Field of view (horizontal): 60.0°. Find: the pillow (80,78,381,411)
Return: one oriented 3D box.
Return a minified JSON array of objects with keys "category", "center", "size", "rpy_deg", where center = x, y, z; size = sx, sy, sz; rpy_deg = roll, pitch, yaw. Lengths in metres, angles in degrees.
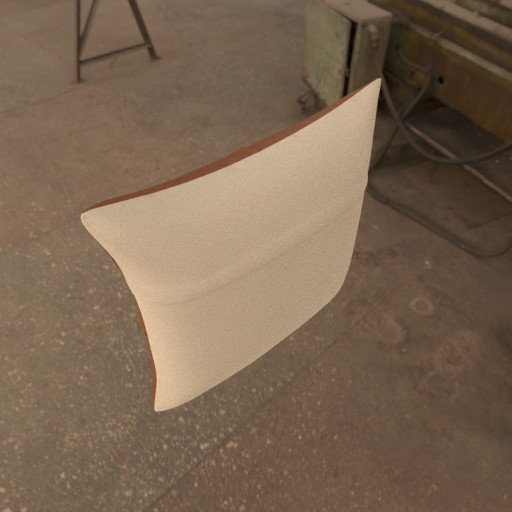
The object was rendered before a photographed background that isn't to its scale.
[{"category":"pillow","center":[0.000,0.000,0.751],"size":[0.501,0.477,0.192],"rpy_deg":[-32,54,-27]}]
